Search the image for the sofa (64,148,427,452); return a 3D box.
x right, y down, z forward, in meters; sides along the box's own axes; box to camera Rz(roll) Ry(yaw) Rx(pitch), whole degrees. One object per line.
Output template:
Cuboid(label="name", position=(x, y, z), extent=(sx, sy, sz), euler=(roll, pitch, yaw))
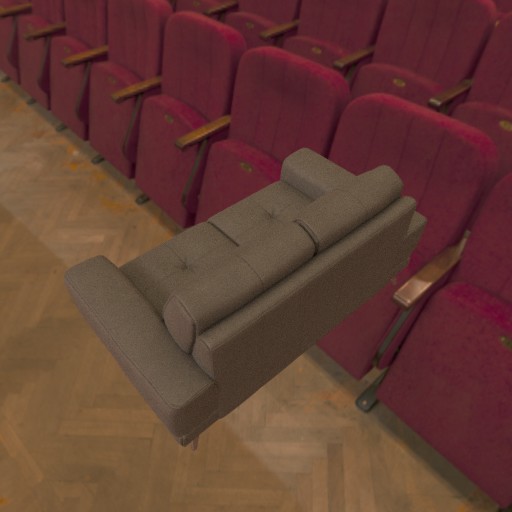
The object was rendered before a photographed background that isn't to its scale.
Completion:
Cuboid(label="sofa", position=(0.000, 0.000, 2.456), extent=(1.806, 0.907, 1.018), euler=(-32, 54, -27))
